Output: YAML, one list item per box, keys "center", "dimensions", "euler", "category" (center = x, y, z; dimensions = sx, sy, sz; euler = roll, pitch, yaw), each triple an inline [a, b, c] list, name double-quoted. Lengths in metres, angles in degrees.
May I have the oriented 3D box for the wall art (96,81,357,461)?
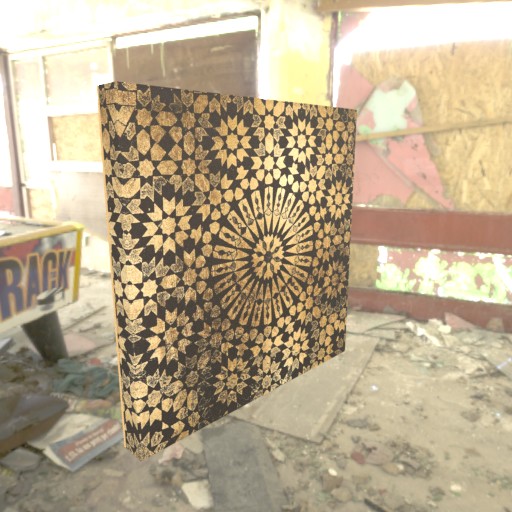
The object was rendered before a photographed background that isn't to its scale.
- center: [0.000, 0.000, 0.607]
  dimensions: [0.405, 0.405, 0.038]
  euler: [-13, 18, -43]
  category: "wall art"
